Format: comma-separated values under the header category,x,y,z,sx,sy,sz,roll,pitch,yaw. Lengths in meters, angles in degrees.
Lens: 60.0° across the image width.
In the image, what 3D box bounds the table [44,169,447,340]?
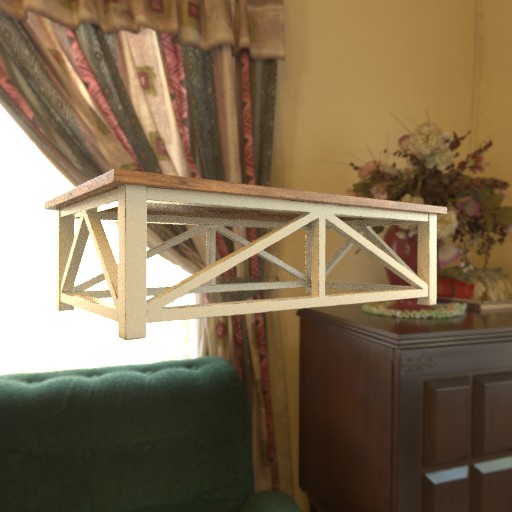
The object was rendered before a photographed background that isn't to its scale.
category,x,y,z,sx,sy,sz,roll,pitch,yaw
table,0.000,0.000,1.768,1.400,0.410,0.800,0,0,-36
